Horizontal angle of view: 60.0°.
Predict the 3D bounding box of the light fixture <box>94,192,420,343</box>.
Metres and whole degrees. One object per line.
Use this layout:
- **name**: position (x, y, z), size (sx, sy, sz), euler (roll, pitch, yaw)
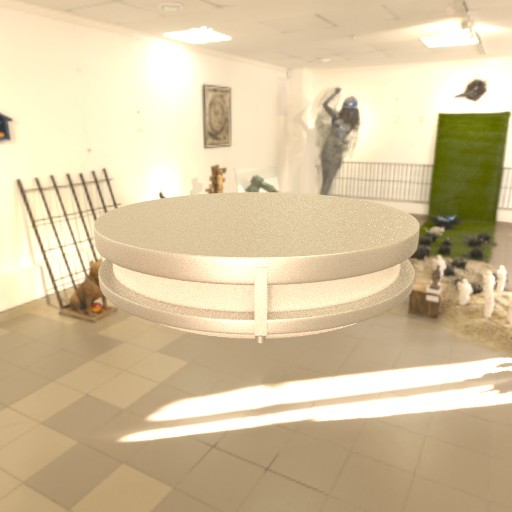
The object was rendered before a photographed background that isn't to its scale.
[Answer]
- **light fixture**: position (0.000, 0.000, 0.524), size (0.356, 0.102, 0.356), euler (0, 16, 0)
